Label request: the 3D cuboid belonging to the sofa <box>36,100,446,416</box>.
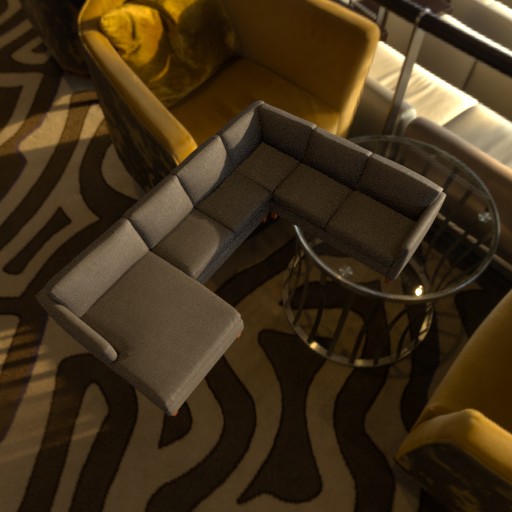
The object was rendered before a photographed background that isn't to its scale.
[{"bbox_3d":[0.000,0.000,4.619,2.594,0.961,3.460,32,63,19],"label":"sofa"}]
